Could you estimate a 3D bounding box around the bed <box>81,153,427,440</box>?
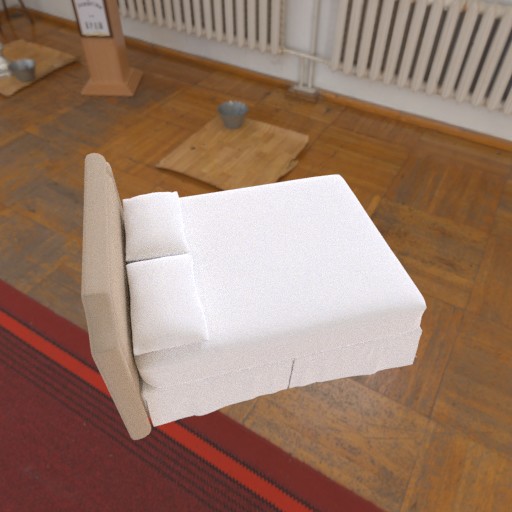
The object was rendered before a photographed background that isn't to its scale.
[{"bbox_3d":[0.000,0.000,3.362,2.204,1.301,1.828,-10,46,-10],"label":"bed"}]
